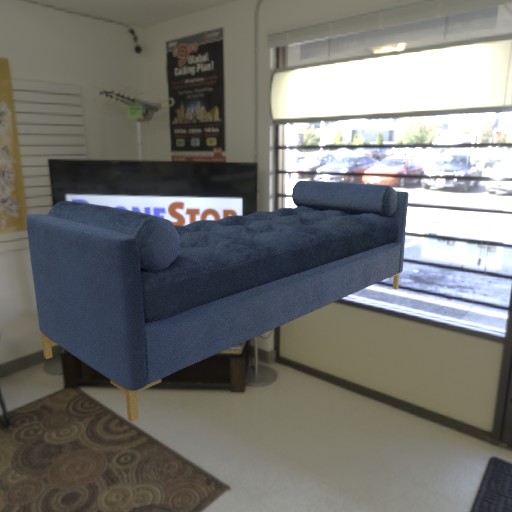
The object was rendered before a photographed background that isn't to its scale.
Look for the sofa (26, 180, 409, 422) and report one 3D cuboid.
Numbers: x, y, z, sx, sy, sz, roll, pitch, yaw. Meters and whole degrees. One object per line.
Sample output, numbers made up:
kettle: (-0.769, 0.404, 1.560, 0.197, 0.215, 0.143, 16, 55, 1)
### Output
sofa: (0.000, 0.000, 2.440, 0.796, 0.705, 2.102, 12, 18, 41)
